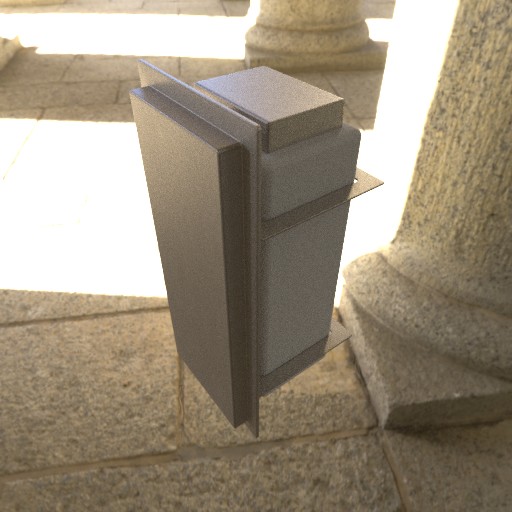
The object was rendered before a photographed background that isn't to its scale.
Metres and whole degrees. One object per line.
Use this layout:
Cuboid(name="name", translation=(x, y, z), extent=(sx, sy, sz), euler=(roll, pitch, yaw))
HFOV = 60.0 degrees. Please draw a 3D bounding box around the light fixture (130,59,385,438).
Cuboid(name="light fixture", translation=(0.000, 0.000, 0.470), extent=(0.160, 0.380, 0.168), euler=(-26, 47, -27))
